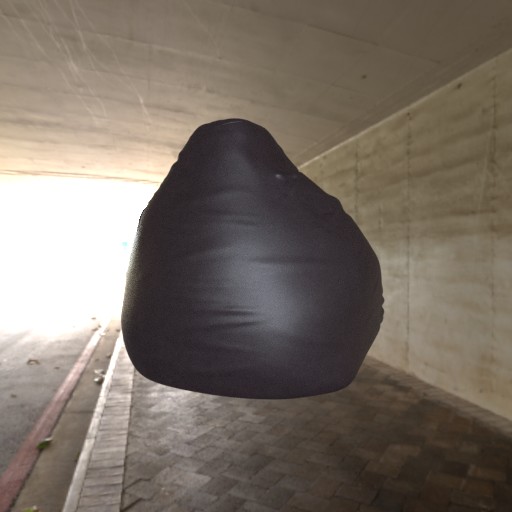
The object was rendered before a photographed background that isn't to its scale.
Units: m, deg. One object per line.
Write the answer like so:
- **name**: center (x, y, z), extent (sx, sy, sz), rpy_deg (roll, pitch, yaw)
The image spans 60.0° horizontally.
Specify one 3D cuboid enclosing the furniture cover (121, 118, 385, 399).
- **furniture cover**: center (0.000, 0.000, 1.941), extent (1.070, 0.990, 1.070), rpy_deg (0, 0, 18)
